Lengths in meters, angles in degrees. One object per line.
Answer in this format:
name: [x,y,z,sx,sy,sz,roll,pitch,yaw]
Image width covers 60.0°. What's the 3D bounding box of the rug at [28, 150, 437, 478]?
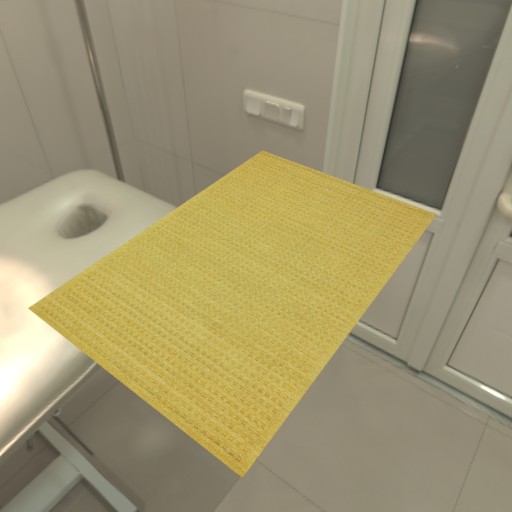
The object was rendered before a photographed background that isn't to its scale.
rug: [0.000,0.000,3.649,1.981,0.006,2.895,27,48,26]
